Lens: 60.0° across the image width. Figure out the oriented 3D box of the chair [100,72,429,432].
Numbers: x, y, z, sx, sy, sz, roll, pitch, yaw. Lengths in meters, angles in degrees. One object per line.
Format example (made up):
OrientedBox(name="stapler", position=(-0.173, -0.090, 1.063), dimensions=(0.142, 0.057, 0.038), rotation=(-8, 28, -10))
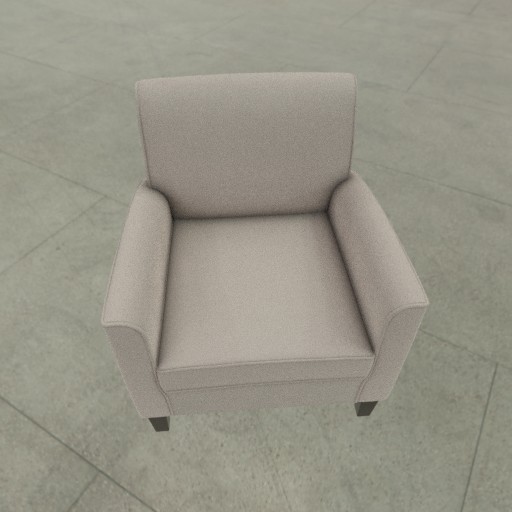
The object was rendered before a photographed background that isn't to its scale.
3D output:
OrientedBox(name="chair", position=(0.000, 0.000, 1.490), dimensions=(0.820, 0.915, 0.820), rotation=(-3, 45, -3))
